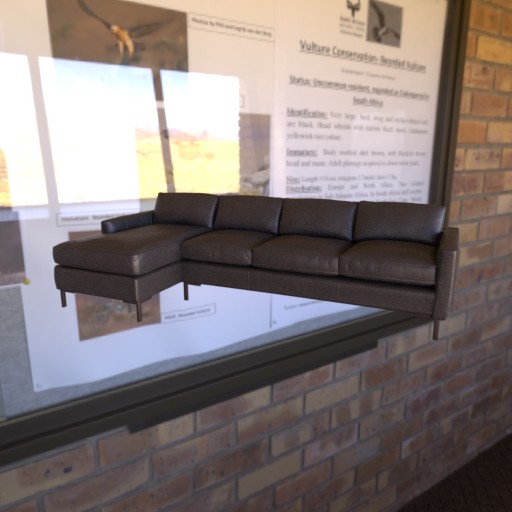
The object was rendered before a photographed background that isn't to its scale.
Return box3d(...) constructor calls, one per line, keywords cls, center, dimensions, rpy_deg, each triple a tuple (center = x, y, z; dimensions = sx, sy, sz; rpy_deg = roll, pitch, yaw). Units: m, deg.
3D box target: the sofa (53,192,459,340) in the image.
box3d(cls="sofa", center=(0.000, 0.000, 3.615), dimensions=(2.993, 0.859, 1.471), rpy_deg=(6, 15, 24))
